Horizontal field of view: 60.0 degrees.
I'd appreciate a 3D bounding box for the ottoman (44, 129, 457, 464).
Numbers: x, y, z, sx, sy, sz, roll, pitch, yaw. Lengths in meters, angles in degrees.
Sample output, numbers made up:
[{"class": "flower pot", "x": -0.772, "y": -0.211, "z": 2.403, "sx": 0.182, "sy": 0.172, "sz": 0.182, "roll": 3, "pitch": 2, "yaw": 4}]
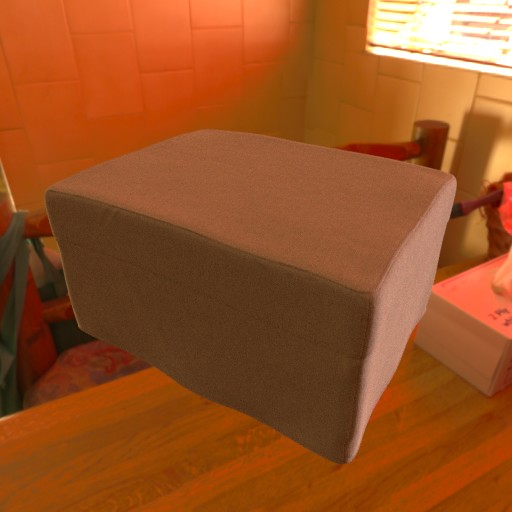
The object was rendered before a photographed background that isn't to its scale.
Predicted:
[{"class": "ottoman", "x": 0.000, "y": 0.000, "z": 1.194, "sx": 0.833, "sy": 0.461, "sz": 0.648, "roll": 18, "pitch": 35, "yaw": 27}]
